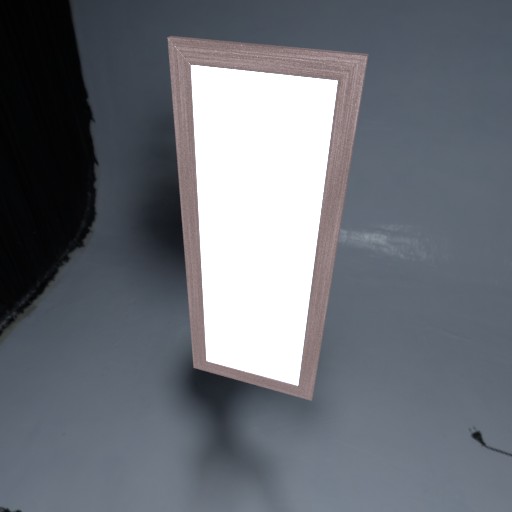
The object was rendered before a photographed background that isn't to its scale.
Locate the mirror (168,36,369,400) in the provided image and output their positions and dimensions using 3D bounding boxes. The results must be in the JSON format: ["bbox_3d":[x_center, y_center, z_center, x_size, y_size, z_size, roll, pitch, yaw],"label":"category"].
[{"bbox_3d":[0.000,0.000,2.323,0.812,2.020,0.221,12,42,13],"label":"mirror"}]
